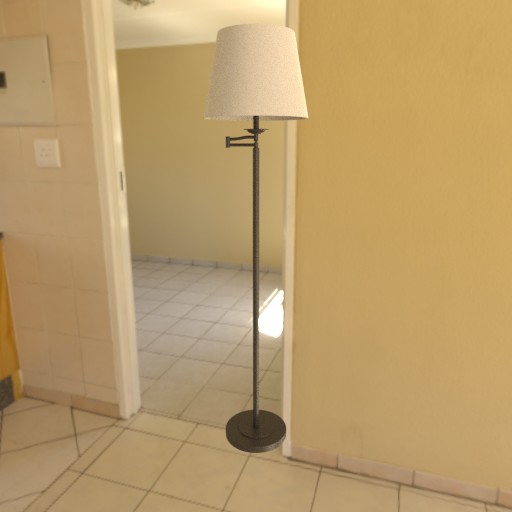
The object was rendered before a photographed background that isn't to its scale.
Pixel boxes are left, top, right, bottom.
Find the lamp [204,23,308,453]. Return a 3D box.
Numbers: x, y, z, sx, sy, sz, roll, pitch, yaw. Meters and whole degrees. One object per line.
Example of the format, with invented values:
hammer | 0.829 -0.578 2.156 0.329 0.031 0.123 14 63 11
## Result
lamp | 0.000 0.000 1.605 0.348 1.473 0.348 2 15 8
